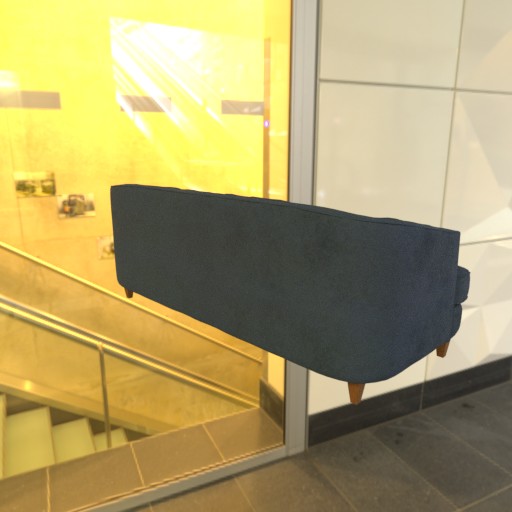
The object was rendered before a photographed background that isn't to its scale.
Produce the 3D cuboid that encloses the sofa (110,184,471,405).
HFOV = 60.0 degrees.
[{"bbox_3d":[0.000,0.000,2.752,2.278,0.855,0.941,14,20,43],"label":"sofa"}]
